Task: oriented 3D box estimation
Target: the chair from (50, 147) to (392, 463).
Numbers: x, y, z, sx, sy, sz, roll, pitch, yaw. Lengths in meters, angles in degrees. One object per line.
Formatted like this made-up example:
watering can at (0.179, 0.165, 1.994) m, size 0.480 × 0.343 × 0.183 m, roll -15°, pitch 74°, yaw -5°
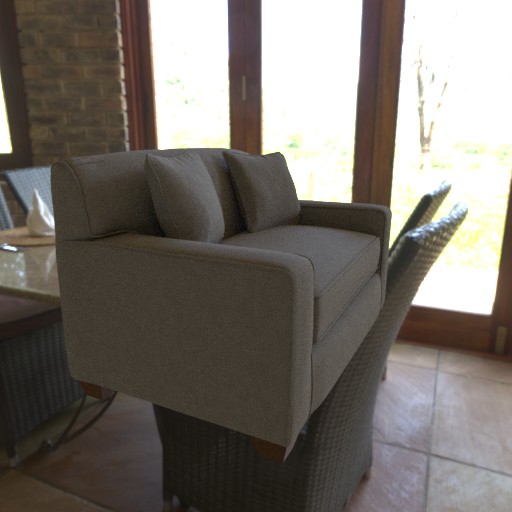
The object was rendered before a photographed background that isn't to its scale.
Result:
chair at (0.000, 0.000, 2.018) m, size 0.992 × 0.953 × 1.395 m, roll 7°, pitch 16°, yaw 26°
